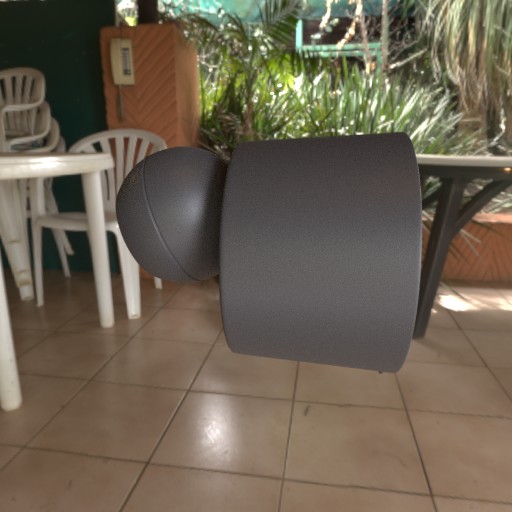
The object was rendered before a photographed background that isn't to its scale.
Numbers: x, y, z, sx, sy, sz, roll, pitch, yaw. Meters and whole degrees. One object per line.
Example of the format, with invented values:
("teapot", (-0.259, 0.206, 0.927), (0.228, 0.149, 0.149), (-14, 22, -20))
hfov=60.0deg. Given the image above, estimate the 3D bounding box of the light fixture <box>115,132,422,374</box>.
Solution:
("light fixture", (0.000, 0.000, 0.266), (0.160, 0.143, 0.134), (2, 15, 7))
